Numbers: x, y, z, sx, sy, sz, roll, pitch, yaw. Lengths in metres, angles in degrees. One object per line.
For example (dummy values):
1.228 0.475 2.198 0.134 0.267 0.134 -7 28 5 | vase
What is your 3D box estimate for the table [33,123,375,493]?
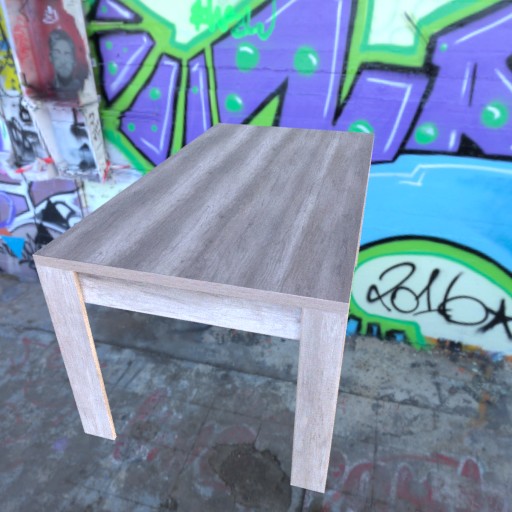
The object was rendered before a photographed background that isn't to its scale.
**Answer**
0.000 0.000 2.036 0.900 0.775 1.600 8 31 13 | table
